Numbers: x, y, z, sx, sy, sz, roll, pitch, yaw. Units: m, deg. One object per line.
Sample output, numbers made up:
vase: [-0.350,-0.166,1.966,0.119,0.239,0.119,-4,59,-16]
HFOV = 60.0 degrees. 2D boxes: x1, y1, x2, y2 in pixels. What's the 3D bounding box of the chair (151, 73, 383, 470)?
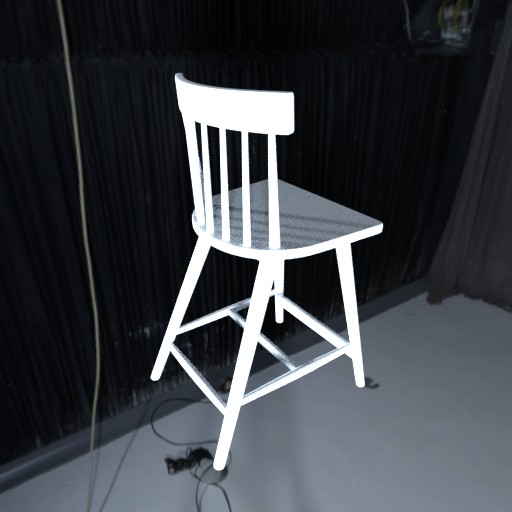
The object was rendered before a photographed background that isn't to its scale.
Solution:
chair: [0.000,0.000,1.276,0.572,0.952,0.483,-18,33,-31]
